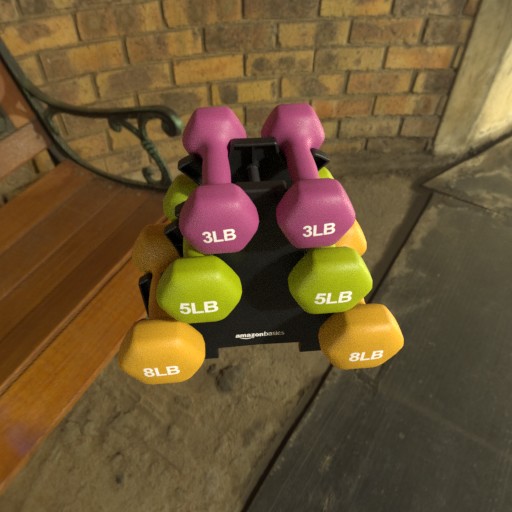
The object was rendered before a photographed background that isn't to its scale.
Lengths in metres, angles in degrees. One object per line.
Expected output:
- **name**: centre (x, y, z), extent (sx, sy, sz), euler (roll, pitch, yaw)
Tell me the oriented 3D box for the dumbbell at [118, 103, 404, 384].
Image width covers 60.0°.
- **dumbbell**: centre (0.000, 0.000, 0.472), extent (0.300, 0.271, 0.190), euler (-4, 46, -3)
